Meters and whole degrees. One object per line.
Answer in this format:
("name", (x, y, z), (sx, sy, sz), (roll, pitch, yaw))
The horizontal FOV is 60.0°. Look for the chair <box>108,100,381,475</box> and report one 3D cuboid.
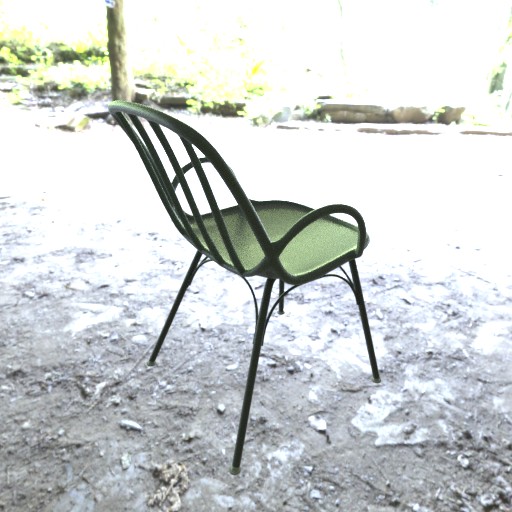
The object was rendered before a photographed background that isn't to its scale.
("chair", (0.000, 0.000, 1.185), (0.597, 0.816, 0.549), (-17, 31, -32))
